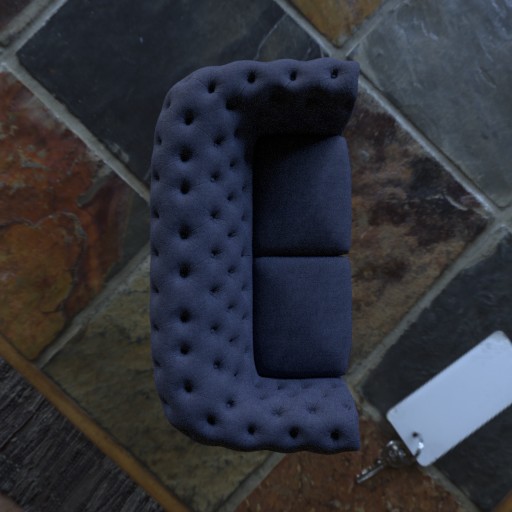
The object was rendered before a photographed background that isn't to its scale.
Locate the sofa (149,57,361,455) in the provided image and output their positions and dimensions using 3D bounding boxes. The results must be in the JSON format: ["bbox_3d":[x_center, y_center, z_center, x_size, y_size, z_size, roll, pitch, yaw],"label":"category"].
[{"bbox_3d":[0.000,0.000,2.515,1.082,0.833,1.988,0,89,-1],"label":"sofa"}]
